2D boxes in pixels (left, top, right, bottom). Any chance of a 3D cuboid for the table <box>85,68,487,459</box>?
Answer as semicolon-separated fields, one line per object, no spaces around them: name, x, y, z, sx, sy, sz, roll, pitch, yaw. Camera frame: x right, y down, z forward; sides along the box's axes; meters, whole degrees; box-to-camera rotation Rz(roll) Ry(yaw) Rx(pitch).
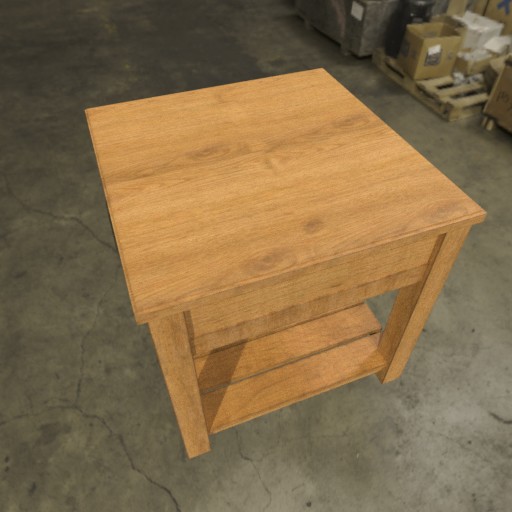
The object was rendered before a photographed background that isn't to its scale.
table;0.000;0.000;1.092;0.612;0.593;0.616;-16;48;-14
